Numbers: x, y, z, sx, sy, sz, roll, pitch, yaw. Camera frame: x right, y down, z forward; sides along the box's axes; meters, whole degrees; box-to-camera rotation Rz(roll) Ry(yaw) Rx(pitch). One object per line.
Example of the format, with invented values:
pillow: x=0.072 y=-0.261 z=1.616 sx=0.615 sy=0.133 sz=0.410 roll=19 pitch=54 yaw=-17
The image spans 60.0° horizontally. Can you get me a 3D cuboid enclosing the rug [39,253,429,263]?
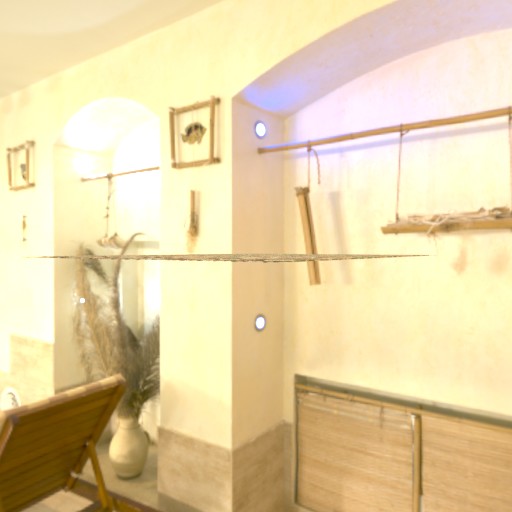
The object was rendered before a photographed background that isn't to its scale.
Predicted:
rug: x=0.000 y=0.000 z=4.018 sx=2.438 sy=0.010 sz=3.048 roll=1 pitch=1 yaw=35
